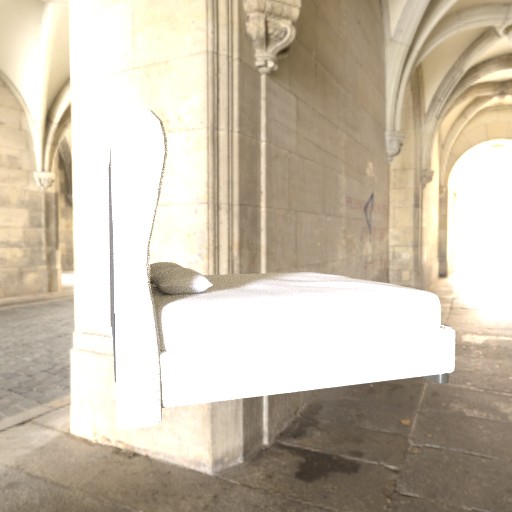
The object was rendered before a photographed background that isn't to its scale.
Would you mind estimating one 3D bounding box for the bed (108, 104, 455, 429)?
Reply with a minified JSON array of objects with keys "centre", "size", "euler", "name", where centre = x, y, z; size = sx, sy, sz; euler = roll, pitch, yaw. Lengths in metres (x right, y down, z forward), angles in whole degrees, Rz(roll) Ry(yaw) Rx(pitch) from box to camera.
[{"centre":[0.000,0.000,3.757],"size":[2.347,1.771,2.219],"euler":[-1,3,-19],"name":"bed"}]
